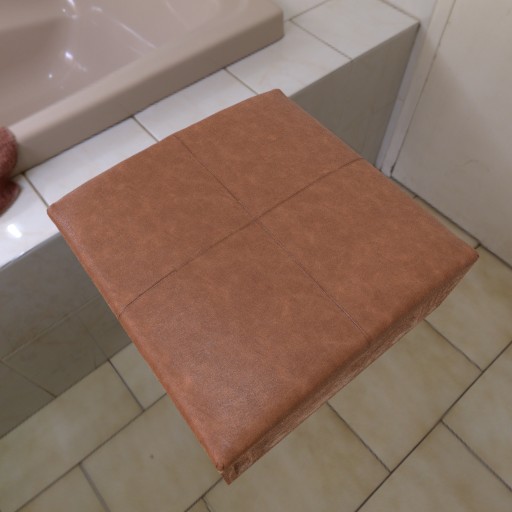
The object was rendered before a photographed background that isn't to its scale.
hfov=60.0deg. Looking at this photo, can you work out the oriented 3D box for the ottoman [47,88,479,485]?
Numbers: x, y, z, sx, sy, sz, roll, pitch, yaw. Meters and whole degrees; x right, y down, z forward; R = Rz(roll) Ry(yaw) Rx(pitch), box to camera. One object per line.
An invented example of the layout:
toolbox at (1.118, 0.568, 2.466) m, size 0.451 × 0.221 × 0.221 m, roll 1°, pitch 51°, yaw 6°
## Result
ottoman at (0.000, 0.000, 1.570) m, size 1.013 × 0.442 × 1.016 m, roll -34°, pitch 64°, yaw -19°
